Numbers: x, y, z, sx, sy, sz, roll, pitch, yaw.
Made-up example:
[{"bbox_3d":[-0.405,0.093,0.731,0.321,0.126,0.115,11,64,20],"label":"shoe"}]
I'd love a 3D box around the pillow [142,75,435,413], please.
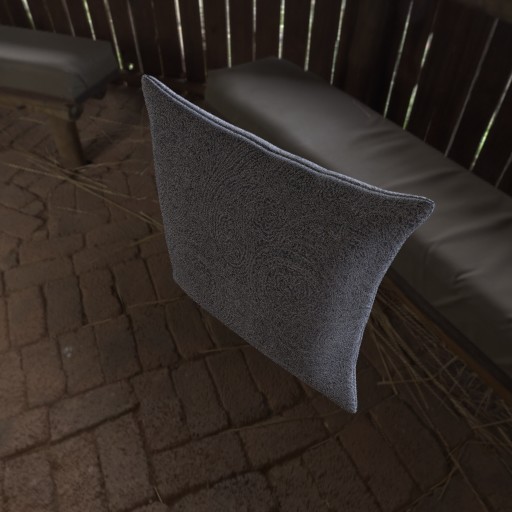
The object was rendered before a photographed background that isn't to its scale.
[{"bbox_3d":[0.000,0.000,0.793,0.523,0.510,0.166,32,54,27],"label":"pillow"}]
